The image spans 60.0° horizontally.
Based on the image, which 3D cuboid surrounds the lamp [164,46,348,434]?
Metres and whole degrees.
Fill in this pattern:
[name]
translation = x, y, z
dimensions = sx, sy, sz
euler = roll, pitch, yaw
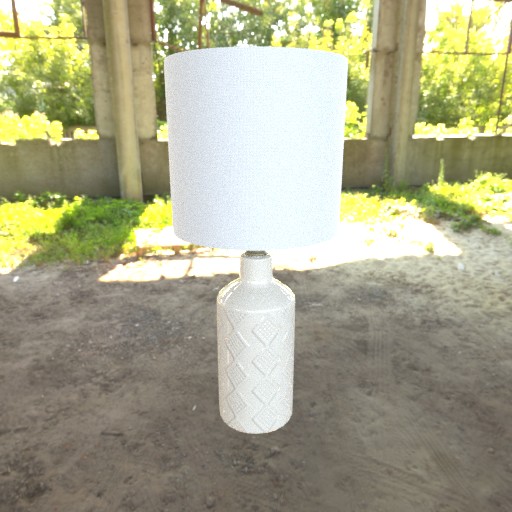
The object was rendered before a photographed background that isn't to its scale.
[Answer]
[lamp]
translation = 0.000, 0.000, 0.570
dimensions = 0.207, 0.461, 0.207
euler = 15, 22, 41
